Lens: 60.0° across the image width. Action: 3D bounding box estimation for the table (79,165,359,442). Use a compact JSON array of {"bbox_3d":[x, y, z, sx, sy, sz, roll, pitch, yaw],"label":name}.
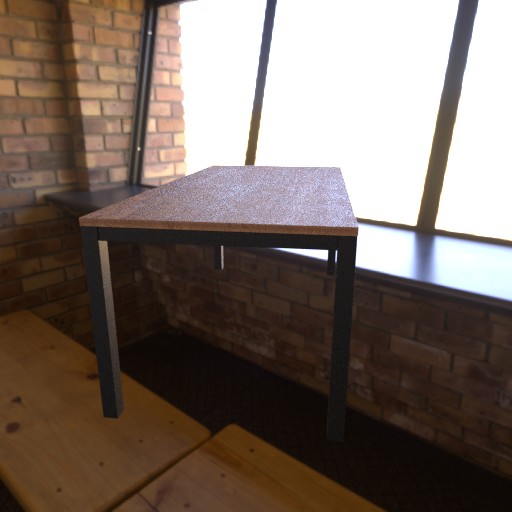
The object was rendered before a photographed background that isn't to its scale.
[{"bbox_3d":[0.000,0.000,2.345,0.893,0.767,1.805,3,17,8],"label":"table"}]
